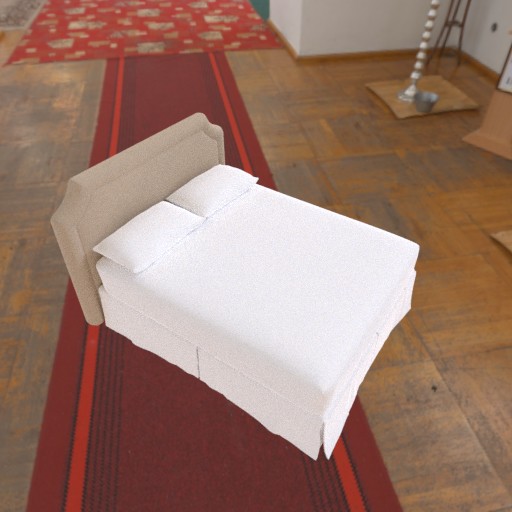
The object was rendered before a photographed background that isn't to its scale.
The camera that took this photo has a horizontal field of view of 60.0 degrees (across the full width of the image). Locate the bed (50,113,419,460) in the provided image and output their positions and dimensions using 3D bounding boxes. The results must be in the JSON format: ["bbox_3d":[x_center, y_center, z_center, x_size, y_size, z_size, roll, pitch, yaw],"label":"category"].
[{"bbox_3d":[0.000,0.000,3.393,2.204,1.301,1.828,24,46,25],"label":"bed"}]
